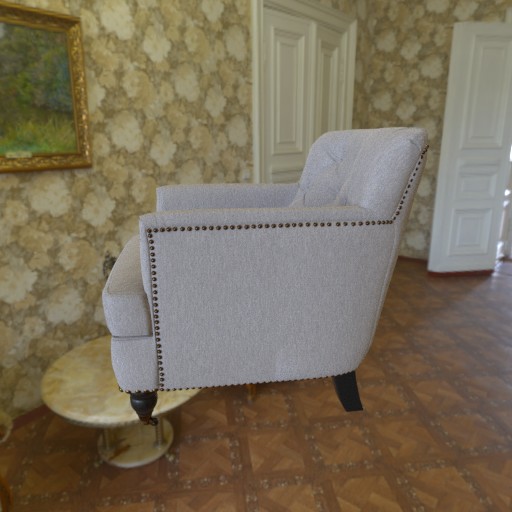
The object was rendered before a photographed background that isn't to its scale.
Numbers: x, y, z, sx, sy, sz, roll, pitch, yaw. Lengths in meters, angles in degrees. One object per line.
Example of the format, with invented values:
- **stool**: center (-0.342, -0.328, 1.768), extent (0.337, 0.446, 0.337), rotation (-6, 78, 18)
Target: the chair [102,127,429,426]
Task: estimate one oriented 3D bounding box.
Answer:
- **chair**: center (0.000, 0.000, 1.483), extent (0.902, 0.823, 0.737), rotation (-2, 15, -8)
